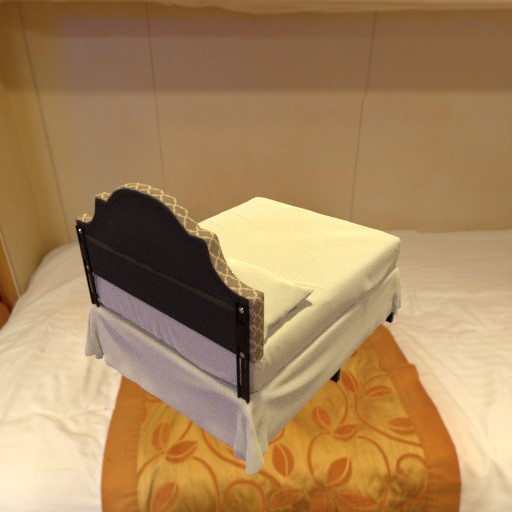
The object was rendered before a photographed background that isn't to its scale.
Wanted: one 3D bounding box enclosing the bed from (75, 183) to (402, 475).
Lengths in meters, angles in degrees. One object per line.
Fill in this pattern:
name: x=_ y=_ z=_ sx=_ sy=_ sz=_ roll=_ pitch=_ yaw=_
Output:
bed: x=0.000 y=0.000 z=3.422 sx=1.780 sy=1.633 sz=2.222 roll=21 pitch=35 yaw=34
